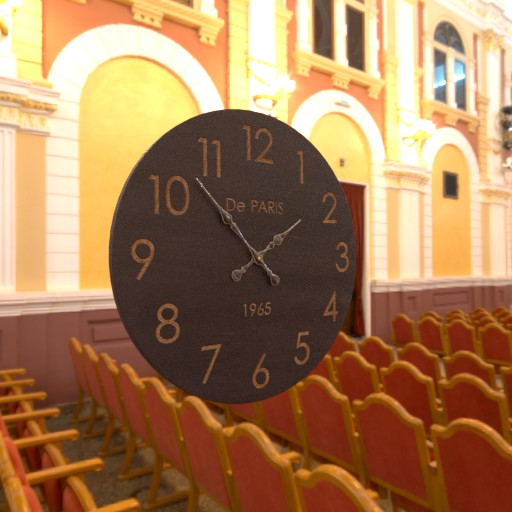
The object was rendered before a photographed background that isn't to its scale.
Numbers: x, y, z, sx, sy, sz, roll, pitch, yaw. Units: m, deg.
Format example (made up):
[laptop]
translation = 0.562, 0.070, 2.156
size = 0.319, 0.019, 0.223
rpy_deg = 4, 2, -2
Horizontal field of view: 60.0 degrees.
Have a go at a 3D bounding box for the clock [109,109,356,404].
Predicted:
[clock]
translation = 0.000, 0.000, 0.914
size = 0.595, 0.595, 0.029
rpy_deg = 1, -1, -35
